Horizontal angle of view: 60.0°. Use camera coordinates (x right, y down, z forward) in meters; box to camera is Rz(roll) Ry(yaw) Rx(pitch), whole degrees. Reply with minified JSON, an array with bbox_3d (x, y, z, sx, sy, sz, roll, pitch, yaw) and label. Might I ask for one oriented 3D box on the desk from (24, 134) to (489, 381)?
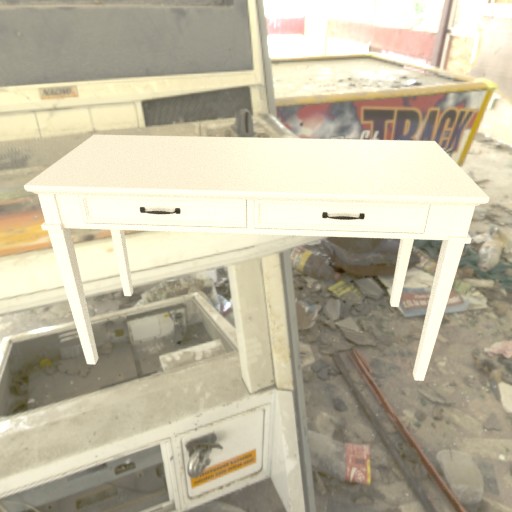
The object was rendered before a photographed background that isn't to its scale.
[{"bbox_3d":[0.000,0.000,1.739,1.372,0.774,0.559,2,31,3],"label":"desk"}]
